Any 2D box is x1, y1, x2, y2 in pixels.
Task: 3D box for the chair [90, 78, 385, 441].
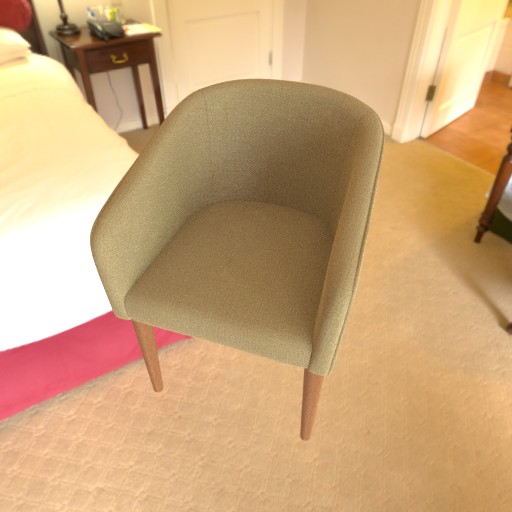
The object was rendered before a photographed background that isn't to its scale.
[{"bbox_3d":[0.000,0.000,1.233,0.584,0.775,0.616,13,42,15],"label":"chair"}]
